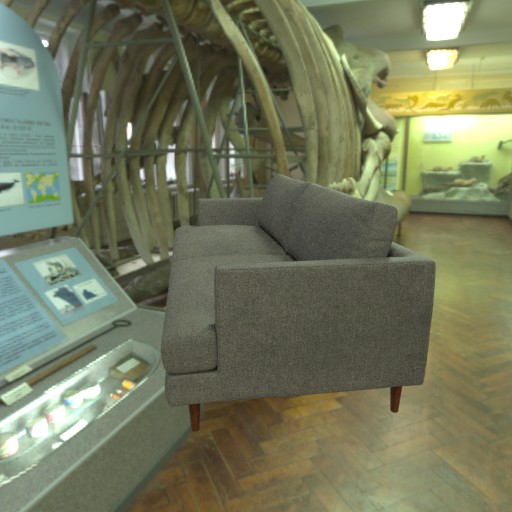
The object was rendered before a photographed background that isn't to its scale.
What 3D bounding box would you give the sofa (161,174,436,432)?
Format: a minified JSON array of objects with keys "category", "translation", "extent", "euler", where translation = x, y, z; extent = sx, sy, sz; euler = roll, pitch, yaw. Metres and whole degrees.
[{"category":"sofa","translation":[0.000,0.000,2.678],"extent":[1.020,0.868,2.250],"euler":[-2,14,-9]}]
